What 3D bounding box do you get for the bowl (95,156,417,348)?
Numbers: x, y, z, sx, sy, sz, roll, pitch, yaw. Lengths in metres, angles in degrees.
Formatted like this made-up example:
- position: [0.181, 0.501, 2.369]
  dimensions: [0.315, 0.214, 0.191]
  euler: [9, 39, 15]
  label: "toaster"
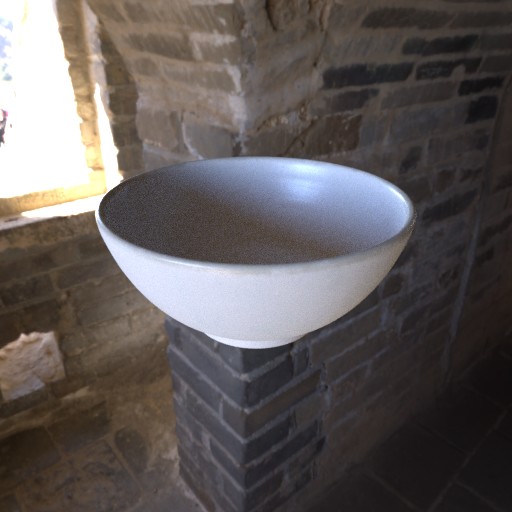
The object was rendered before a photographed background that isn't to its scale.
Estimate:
- position: [0.000, 0.000, 0.415]
  dimensions: [0.268, 0.121, 0.268]
  euler: [0, 27, 0]
  label: "bowl"
